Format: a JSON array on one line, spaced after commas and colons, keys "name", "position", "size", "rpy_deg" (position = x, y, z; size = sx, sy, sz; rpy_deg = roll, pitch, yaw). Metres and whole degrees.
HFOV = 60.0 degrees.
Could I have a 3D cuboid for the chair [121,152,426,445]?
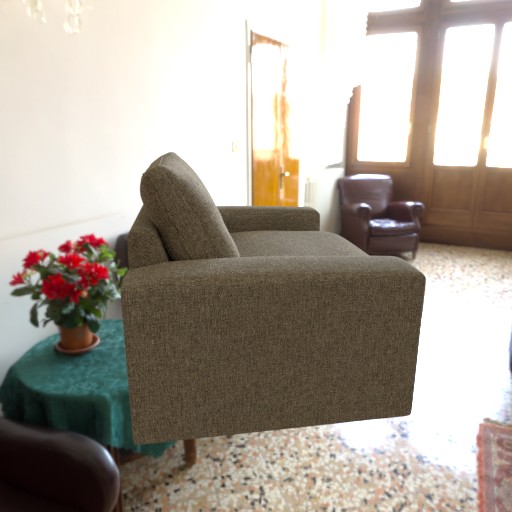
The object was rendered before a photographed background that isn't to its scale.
[{"name": "chair", "position": [0.000, 0.000, 2.066], "size": [1.039, 0.915, 1.398], "rpy_deg": [-3, 16, -9]}]
